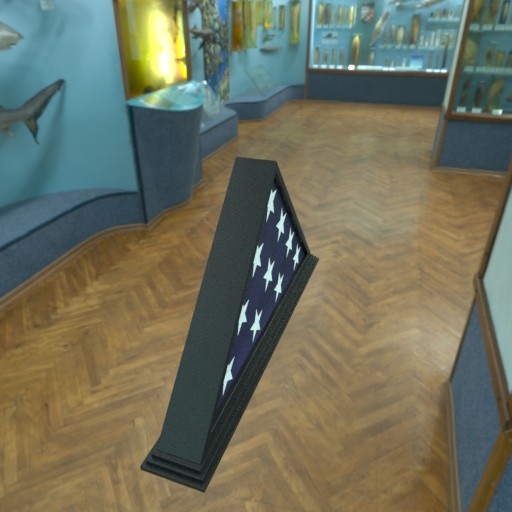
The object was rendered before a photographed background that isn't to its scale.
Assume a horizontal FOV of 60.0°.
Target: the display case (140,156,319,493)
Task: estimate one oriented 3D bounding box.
[{"bbox_3d":[0.000,0.000,0.759,0.095,0.340,0.640,10,31,18],"label":"display case"}]
